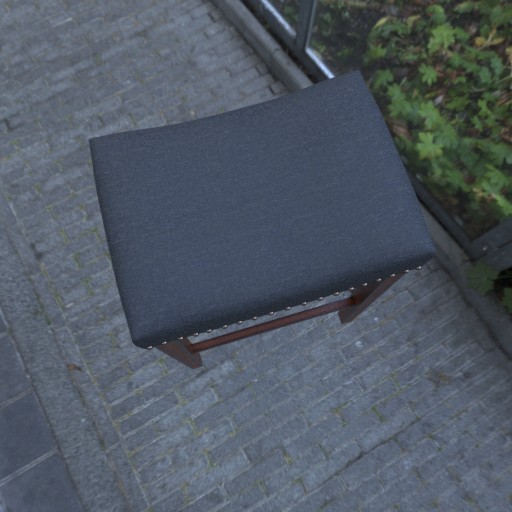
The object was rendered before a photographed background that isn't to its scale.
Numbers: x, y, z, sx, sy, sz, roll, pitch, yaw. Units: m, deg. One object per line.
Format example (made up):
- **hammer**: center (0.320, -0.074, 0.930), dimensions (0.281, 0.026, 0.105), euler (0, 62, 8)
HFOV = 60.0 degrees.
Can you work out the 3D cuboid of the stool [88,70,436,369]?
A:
- **stool**: center (0.000, 0.000, 1.028), dimensions (0.502, 0.748, 0.366), euler (-16, 75, -4)
